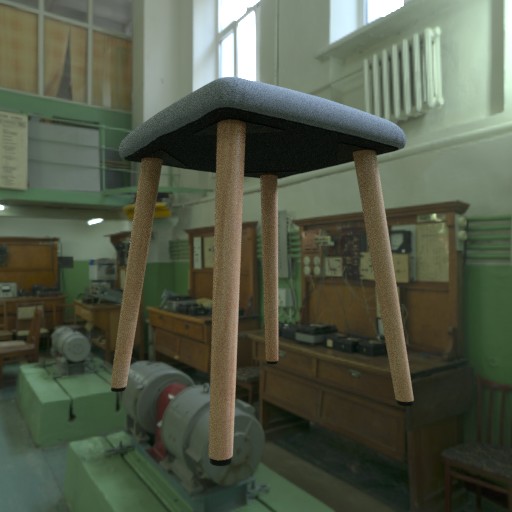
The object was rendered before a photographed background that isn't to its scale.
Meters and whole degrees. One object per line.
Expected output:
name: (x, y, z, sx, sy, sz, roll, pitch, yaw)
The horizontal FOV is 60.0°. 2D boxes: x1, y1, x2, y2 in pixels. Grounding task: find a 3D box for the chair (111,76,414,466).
chair: (0.000, 0.000, 0.696, 0.350, 0.440, 0.350, 0, -1, -36)
